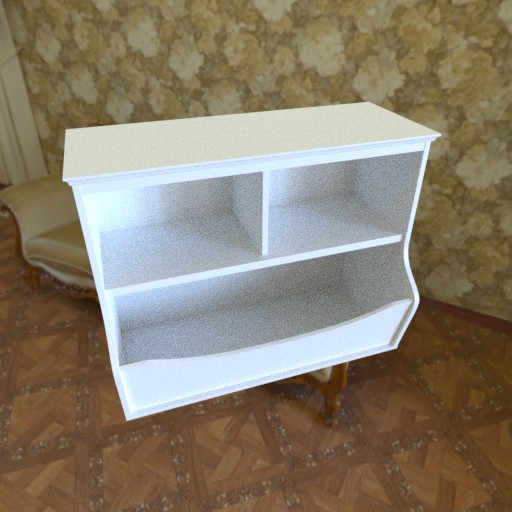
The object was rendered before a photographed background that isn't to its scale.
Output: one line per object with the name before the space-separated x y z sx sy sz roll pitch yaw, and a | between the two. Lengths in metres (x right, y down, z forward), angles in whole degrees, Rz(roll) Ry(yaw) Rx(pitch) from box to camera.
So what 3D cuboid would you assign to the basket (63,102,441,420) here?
basket | 0.000 0.000 1.142 0.792 0.625 0.376 -10 34 -16
